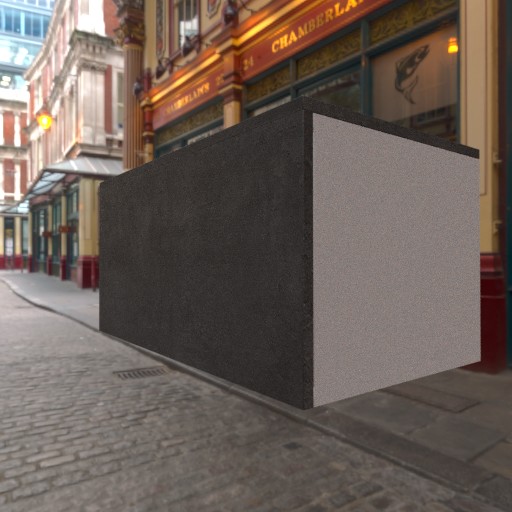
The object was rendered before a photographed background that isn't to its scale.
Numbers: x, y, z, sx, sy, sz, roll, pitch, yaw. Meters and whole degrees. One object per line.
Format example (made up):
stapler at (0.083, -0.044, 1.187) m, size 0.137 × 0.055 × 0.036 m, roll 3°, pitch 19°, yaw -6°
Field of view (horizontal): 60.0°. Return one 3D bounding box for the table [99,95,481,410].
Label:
table at (0.000, 0.000, 0.891) m, size 0.400 × 0.350 × 0.700 m, roll 0°, pitch -1°, yaw -37°
